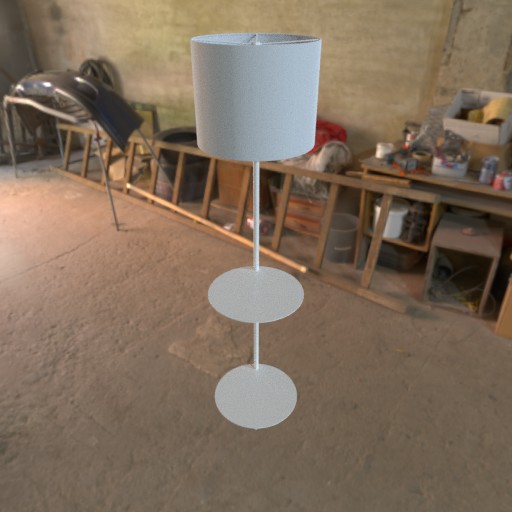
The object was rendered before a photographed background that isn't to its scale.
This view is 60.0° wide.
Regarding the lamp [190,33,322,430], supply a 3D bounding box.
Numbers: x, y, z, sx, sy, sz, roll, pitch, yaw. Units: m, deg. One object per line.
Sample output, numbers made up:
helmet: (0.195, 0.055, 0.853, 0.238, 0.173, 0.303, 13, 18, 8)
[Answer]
lamp: (0.000, 0.000, 1.653, 0.372, 1.465, 0.405, 0, 31, 0)
